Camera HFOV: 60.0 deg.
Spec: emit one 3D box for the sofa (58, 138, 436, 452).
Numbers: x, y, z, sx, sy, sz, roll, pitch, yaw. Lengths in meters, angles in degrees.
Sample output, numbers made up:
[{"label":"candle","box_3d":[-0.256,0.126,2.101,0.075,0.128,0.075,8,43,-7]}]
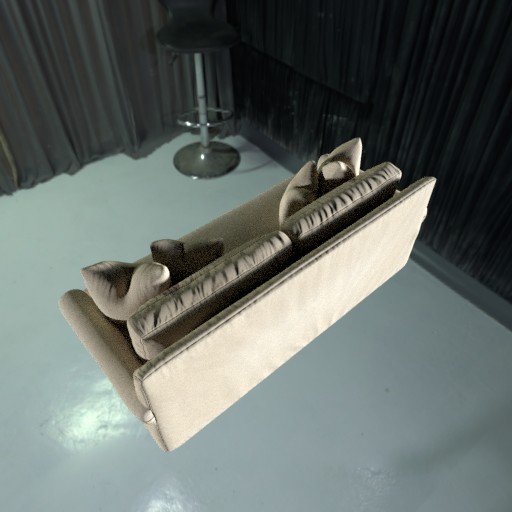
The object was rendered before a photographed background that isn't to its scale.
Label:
[{"label":"sofa","box_3d":[0.000,0.000,2.849,2.285,0.904,1.067,-32,54,-27]}]
